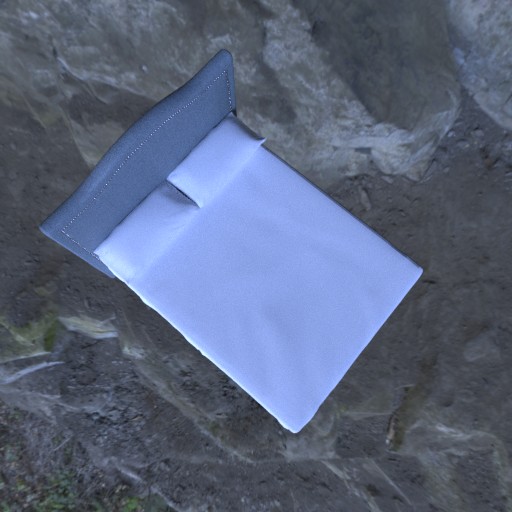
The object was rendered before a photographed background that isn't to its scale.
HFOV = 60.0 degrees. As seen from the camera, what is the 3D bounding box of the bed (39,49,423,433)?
[{"bbox_3d":[0.000,0.000,3.371,2.143,1.460,1.753,40,79,10],"label":"bed"}]
